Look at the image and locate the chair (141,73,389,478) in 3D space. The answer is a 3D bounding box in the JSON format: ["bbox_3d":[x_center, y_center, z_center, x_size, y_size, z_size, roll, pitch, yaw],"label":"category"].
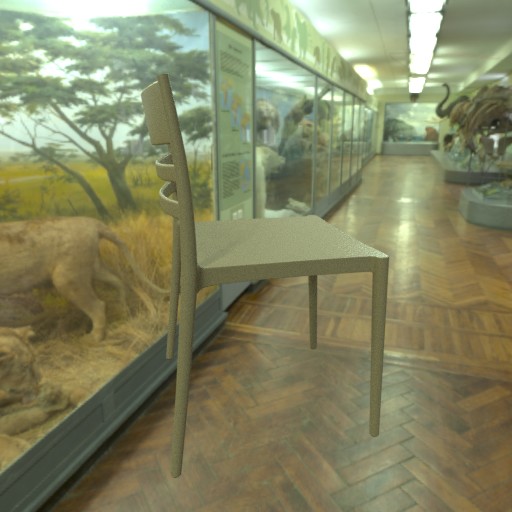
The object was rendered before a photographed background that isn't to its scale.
[{"bbox_3d":[0.000,0.000,1.118,0.511,0.800,0.531,-3,17,-12],"label":"chair"}]
